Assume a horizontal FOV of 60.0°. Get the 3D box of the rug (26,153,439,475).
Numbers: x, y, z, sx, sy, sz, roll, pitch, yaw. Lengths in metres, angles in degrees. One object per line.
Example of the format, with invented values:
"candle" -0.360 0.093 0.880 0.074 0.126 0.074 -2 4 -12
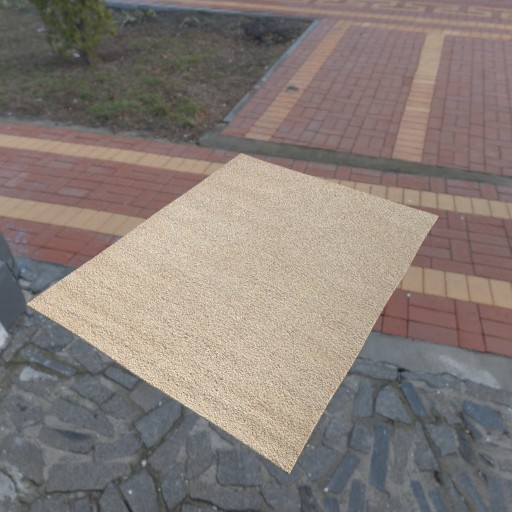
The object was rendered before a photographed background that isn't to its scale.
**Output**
"rug" 0.000 0.000 3.975 2.400 0.026 3.000 23 46 24
